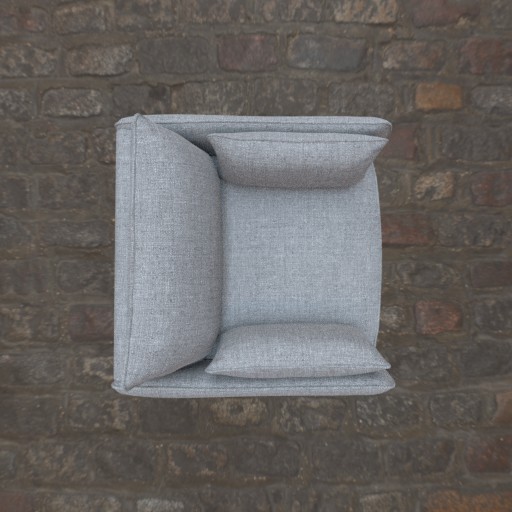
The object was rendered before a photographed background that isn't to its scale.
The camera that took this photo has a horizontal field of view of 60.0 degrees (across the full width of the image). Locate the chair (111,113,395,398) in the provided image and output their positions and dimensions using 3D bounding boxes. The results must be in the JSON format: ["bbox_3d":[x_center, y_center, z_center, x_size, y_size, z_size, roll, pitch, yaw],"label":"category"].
[{"bbox_3d":[0.000,0.000,1.666,0.976,0.839,0.993,0,88,0],"label":"chair"}]
